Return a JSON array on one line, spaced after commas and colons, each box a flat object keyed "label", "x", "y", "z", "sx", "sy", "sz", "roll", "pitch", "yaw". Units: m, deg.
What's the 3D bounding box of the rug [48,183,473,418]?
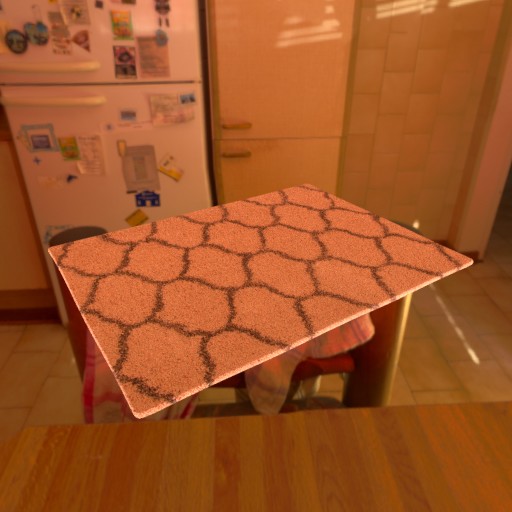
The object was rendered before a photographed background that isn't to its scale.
[{"label": "rug", "x": 0.000, "y": 0.000, "z": 2.071, "sx": 1.600, "sy": 0.025, "sz": 1.200, "roll": -18, "pitch": 34, "yaw": -29}]
